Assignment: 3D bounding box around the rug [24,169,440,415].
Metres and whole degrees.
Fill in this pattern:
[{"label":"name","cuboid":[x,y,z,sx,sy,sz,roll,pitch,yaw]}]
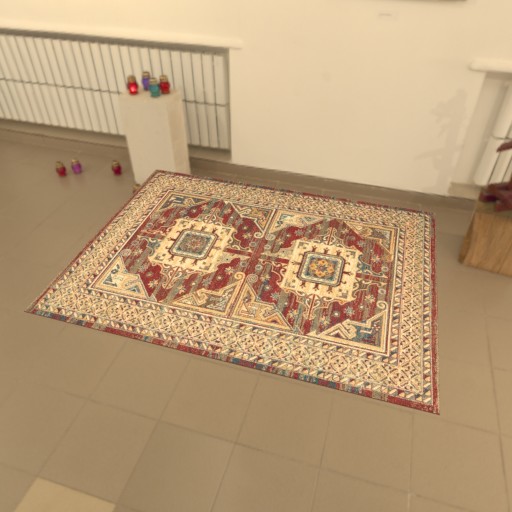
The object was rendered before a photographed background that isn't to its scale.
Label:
[{"label":"rug","cuboid":[0.000,0.000,4.095,3.197,0.013,2.381,11,42,12]}]
